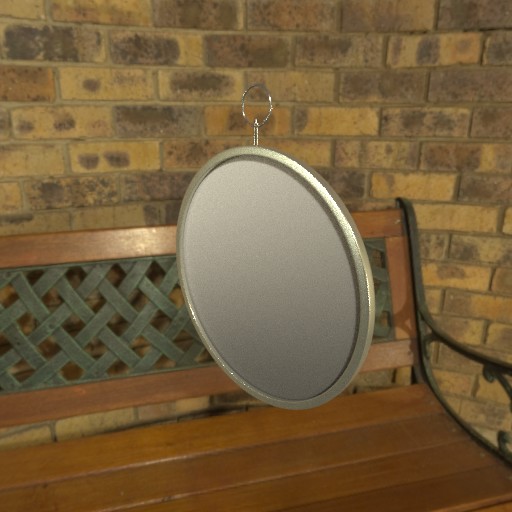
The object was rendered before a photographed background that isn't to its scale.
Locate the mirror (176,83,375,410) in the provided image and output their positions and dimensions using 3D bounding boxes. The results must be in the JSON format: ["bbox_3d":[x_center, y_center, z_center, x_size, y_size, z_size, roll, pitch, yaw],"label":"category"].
[{"bbox_3d":[0.000,0.000,0.981,0.020,0.713,0.594,-16,23,-42],"label":"mirror"}]
